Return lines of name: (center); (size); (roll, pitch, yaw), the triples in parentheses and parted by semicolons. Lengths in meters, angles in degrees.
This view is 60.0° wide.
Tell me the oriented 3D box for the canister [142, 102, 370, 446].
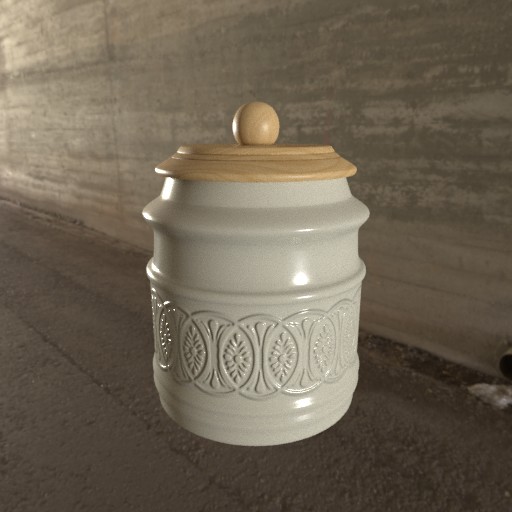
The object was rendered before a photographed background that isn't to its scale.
canister: (0.000, 0.000, 0.268); (0.130, 0.176, 0.130); (0, 15, 0)
